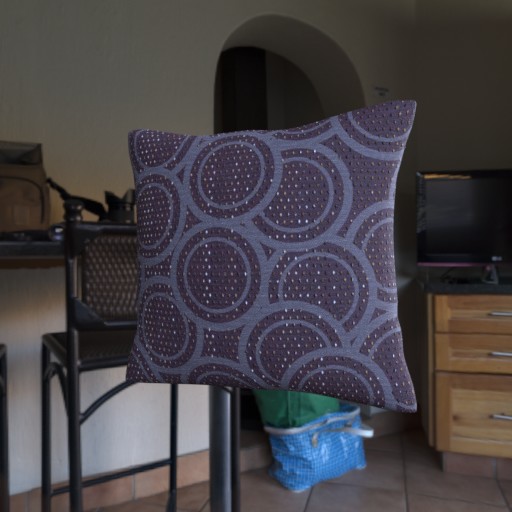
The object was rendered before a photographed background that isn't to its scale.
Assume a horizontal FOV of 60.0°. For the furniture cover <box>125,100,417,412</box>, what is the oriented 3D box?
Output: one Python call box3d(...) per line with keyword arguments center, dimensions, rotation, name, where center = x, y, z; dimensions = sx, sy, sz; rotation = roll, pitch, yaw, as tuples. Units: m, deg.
box3d(center=(0.000, 0.000, 0.808), dimensions=(0.552, 0.509, 0.193), rotation=(0, -1, 19), name="furniture cover")
